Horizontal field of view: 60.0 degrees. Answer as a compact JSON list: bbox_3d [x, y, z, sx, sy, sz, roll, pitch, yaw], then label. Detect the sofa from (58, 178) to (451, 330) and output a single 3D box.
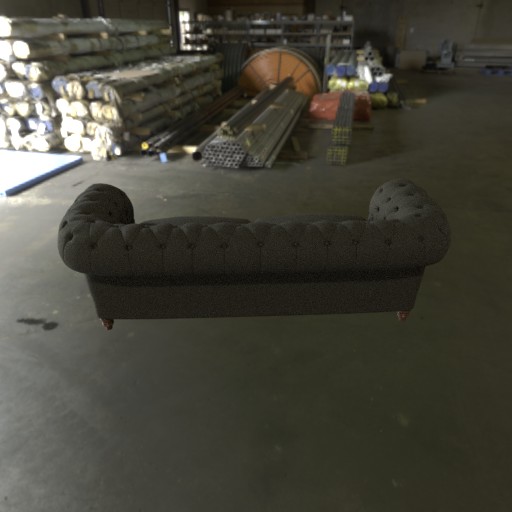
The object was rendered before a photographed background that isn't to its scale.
[{"bbox_3d":[0.000,0.000,2.852,2.362,0.762,0.991,-1,28,-2],"label":"sofa"}]
